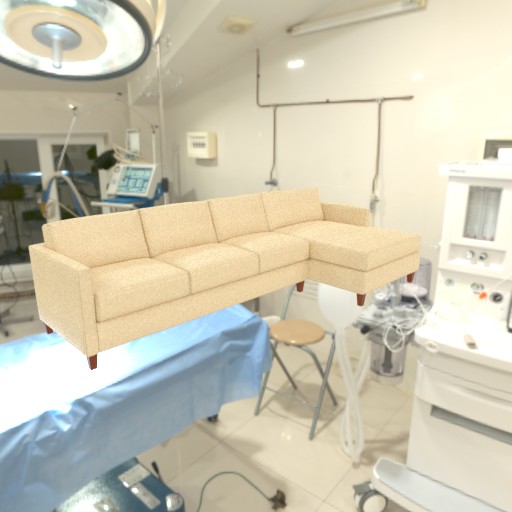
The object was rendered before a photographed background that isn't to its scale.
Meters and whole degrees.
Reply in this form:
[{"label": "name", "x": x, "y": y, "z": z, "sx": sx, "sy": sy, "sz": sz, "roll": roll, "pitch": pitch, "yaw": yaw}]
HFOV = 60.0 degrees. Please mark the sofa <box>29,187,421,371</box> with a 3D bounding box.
[{"label": "sofa", "x": 0.000, "y": 0.000, "z": 4.141, "sx": 3.471, "sy": 0.954, "sz": 1.603, "roll": -15, "pitch": 21, "yaw": -42}]
